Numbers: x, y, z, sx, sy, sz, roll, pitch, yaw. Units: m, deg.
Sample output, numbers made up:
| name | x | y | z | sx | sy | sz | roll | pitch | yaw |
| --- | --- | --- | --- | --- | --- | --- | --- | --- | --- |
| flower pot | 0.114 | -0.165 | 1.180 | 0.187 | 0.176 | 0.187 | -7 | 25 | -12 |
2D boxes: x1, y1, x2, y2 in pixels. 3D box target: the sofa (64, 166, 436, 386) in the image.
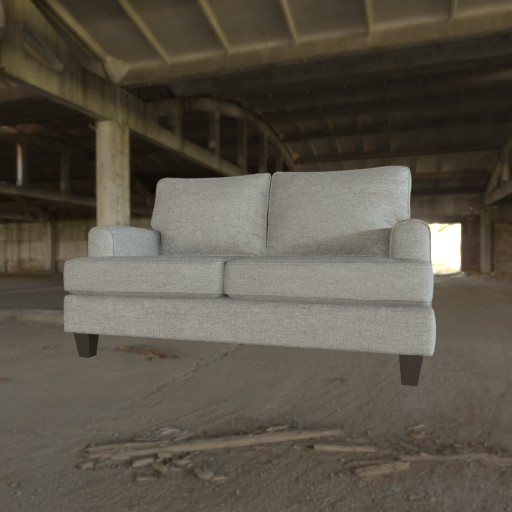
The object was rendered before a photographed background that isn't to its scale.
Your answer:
| name | x | y | z | sx | sy | sz | roll | pitch | yaw |
| --- | --- | --- | --- | --- | --- | --- | --- | --- | --- |
| sofa | 0.000 | 0.000 | 2.262 | 1.651 | 0.965 | 0.965 | 0 | 0 | 18 |
